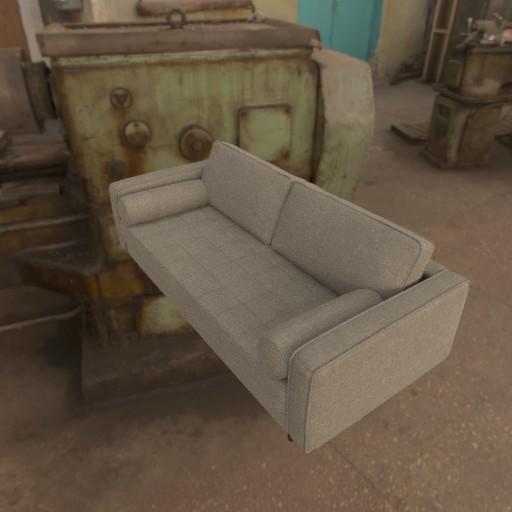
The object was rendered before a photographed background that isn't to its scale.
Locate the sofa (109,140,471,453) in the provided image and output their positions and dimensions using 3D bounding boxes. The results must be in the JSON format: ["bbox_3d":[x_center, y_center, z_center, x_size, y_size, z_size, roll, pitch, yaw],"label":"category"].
[{"bbox_3d":[0.000,0.000,2.350,0.914,0.762,1.879,-21,38,-29],"label":"sofa"}]
